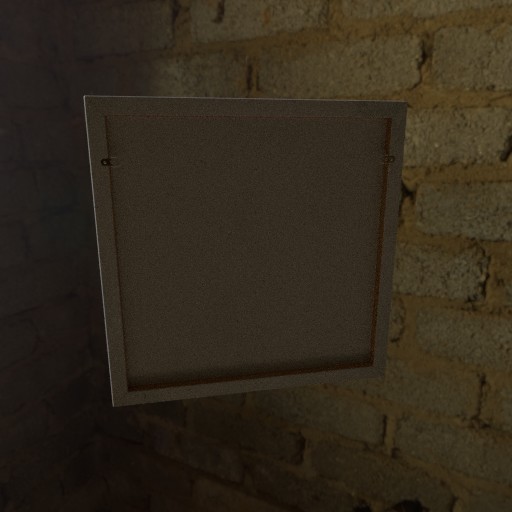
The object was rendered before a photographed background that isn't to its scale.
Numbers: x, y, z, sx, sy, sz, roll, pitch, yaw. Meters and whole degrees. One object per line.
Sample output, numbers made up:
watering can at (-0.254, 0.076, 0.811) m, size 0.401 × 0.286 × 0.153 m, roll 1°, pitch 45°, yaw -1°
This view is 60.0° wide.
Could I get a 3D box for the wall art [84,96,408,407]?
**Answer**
wall art at (0.000, 0.000, 1.139) m, size 0.762 × 0.762 × 0.041 m, roll -3°, pitch 15°, yaw -11°
